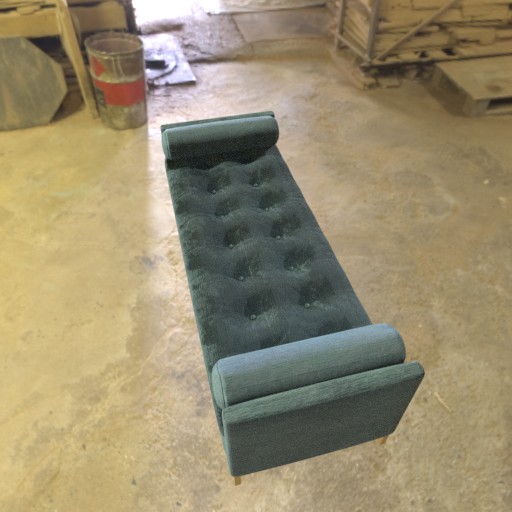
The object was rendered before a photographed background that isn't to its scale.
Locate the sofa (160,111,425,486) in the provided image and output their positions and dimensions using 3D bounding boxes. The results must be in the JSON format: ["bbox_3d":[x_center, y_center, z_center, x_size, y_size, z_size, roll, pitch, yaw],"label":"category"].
[{"bbox_3d":[0.000,0.000,2.490,0.796,0.705,2.102,-11,47,-10],"label":"sofa"}]
